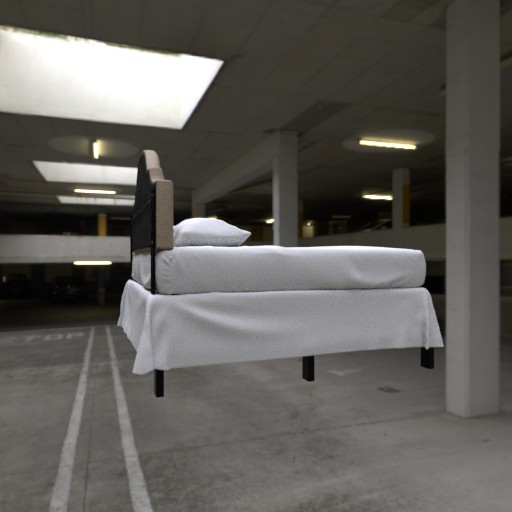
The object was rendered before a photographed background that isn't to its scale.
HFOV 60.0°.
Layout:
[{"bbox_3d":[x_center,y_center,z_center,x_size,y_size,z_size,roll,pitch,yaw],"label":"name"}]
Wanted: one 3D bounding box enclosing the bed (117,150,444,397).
[{"bbox_3d":[0.000,0.000,3.835,2.222,1.631,2.303,0,0,-20],"label":"bed"}]
